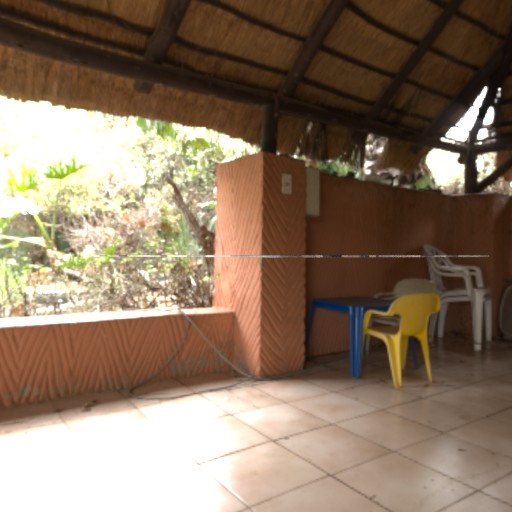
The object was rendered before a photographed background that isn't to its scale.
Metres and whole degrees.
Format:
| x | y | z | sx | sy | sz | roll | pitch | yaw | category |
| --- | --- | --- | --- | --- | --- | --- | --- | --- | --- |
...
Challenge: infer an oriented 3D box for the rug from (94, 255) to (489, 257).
| x | y | z | sx | sy | sz | roll | pitch | yaw | category |
| --- | --- | --- | --- | --- | --- | --- | --- | --- | --- |
| 0.000 | 0.000 | 3.028 | 1.513 | 0.008 | 2.423 | 0 | 0 | -35 | rug |
